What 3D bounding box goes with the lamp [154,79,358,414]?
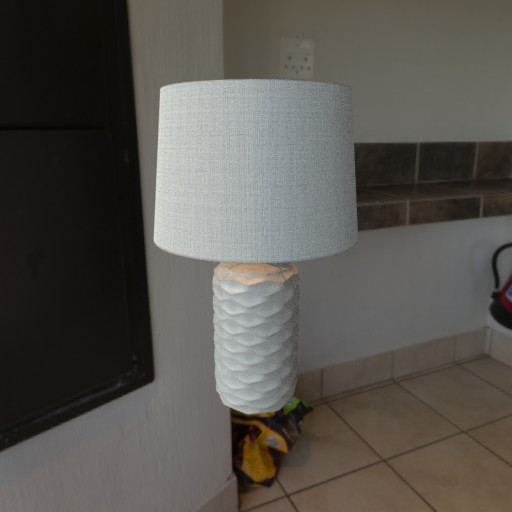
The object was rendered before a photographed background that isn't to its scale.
[{"bbox_3d":[0.000,0.000,0.845,0.376,0.594,0.376,0,15,0],"label":"lamp"}]
